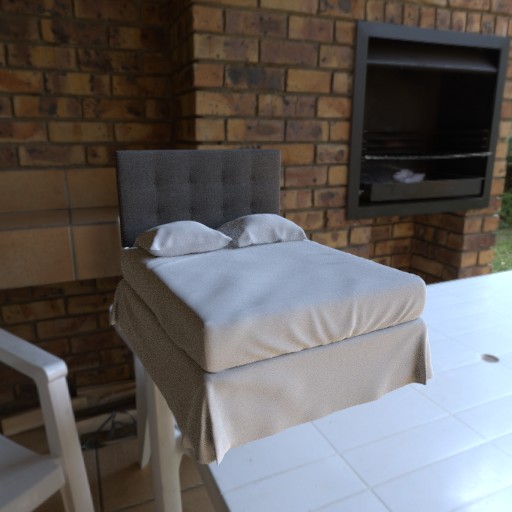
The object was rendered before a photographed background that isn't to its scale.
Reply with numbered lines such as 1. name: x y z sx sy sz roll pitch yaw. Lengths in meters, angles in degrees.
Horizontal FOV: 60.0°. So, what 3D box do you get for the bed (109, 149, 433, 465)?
1. bed: 0.000 0.000 3.454 1.936 1.577 2.222 -8 17 -28
